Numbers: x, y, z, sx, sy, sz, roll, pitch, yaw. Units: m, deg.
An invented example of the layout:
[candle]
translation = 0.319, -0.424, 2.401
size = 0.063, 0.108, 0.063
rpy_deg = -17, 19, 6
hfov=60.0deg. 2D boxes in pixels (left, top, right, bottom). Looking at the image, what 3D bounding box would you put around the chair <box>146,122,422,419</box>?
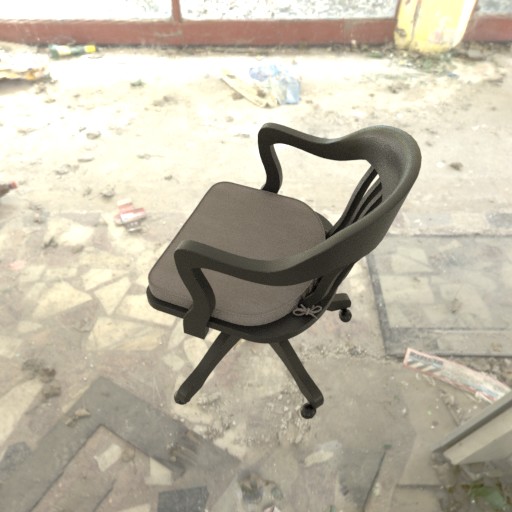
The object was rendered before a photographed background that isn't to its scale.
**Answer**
[chair]
translation = 0.000, 0.000, 1.400
size = 0.788, 0.878, 0.750
rpy_deg = 15, 48, 14
